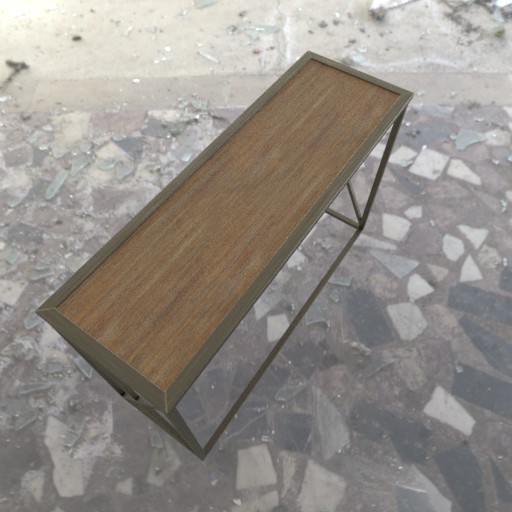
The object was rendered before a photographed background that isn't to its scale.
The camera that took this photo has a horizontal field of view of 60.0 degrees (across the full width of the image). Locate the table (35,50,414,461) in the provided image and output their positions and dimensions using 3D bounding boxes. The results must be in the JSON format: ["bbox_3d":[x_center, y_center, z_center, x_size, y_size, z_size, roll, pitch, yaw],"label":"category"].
[{"bbox_3d":[0.000,0.000,1.544,0.402,0.753,1.216,31,63,18],"label":"table"}]
